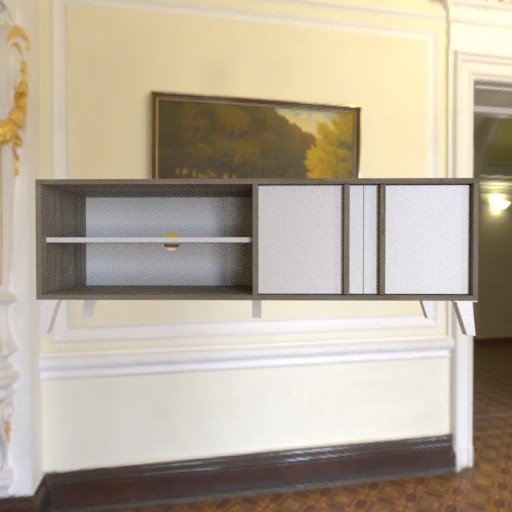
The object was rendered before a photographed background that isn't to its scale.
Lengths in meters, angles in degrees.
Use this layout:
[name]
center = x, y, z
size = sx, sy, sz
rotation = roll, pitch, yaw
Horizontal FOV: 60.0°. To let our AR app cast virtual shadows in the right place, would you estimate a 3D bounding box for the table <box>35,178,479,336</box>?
[table]
center = 0.000, 0.000, 1.702
size = 1.500, 0.530, 0.400
rotation = 0, 1, 1
